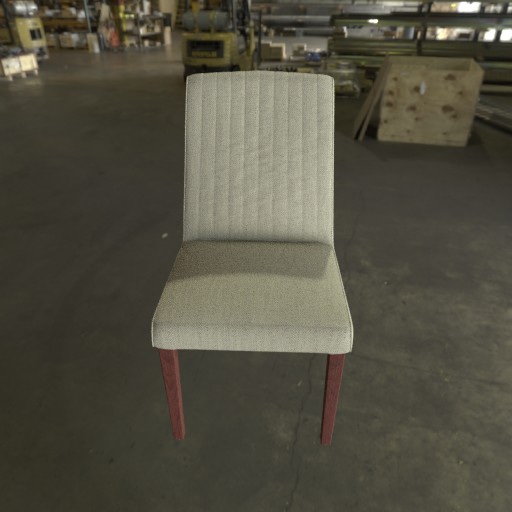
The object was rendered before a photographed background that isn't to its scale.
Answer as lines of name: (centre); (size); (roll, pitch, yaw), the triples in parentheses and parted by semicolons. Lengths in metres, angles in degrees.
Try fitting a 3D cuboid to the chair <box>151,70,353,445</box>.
chair: (0.000, 0.000, 1.258); (0.480, 0.900, 0.594); (1, 31, 2)
